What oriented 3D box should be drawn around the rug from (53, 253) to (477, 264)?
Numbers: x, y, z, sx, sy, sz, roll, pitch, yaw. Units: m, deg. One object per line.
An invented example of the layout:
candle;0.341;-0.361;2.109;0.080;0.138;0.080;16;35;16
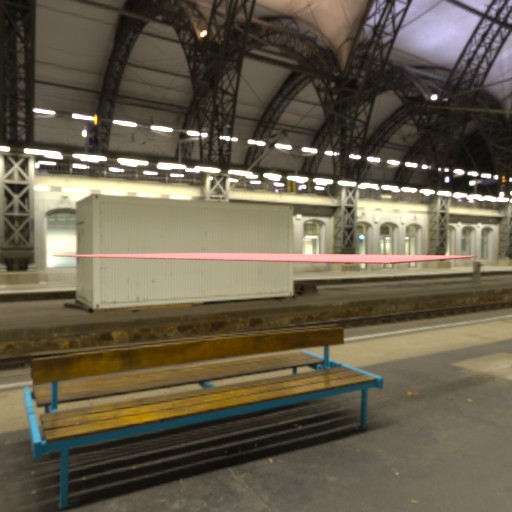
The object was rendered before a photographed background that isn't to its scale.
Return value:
rug;0.000;0.000;2.986;2.423;0.010;1.534;1;1;37
